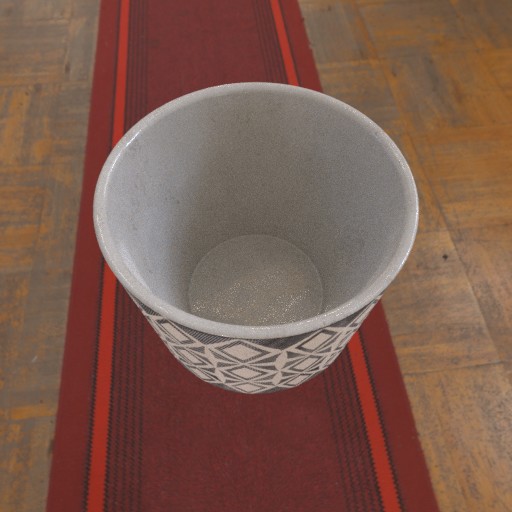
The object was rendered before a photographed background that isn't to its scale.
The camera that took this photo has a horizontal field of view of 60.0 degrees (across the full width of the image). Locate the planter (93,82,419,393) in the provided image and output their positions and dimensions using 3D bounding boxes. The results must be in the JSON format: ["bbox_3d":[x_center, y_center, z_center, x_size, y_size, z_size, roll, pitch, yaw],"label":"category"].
[{"bbox_3d":[0.000,0.000,0.453,0.260,0.220,0.260,0,59,0],"label":"planter"}]
